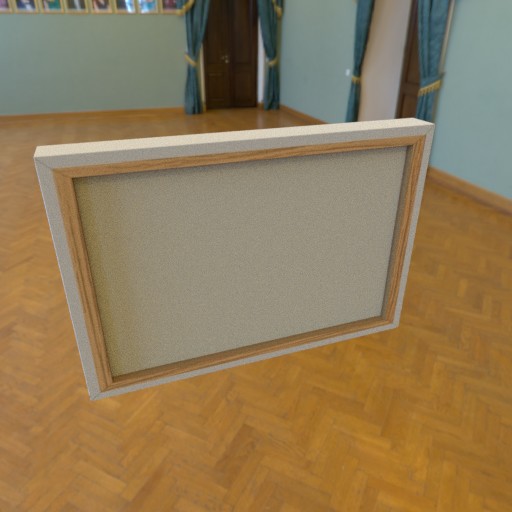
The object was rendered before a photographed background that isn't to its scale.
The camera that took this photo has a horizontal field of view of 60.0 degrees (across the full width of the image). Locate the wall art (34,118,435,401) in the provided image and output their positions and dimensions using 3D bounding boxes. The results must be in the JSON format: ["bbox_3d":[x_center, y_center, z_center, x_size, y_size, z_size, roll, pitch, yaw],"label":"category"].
[{"bbox_3d":[0.000,0.000,0.477,0.381,0.259,0.038,-9,29,-17],"label":"wall art"}]
